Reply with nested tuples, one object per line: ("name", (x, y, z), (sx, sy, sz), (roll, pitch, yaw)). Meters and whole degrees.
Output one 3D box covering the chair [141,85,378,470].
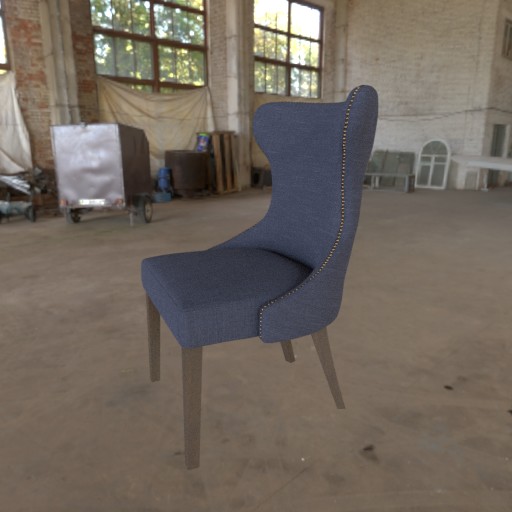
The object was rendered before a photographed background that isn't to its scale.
("chair", (0.000, 0.000, 1.380), (0.635, 0.967, 0.628), (-6, 15, -23))
